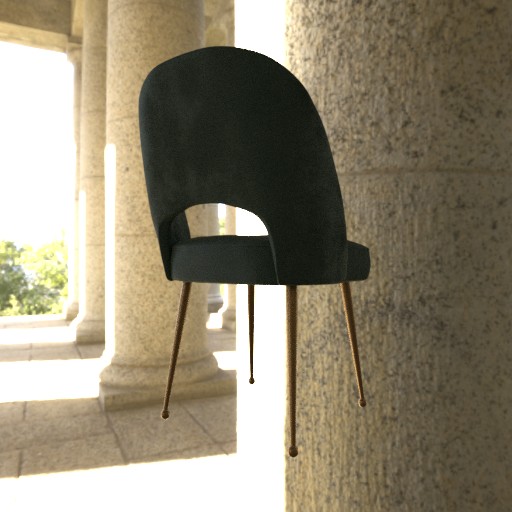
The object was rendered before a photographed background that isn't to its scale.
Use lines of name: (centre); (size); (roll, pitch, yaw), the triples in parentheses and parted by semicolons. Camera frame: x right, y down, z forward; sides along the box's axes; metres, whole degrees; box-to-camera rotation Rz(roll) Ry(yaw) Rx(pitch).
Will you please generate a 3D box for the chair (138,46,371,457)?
chair: (0.000, 0.000, 1.180); (0.527, 0.860, 0.577); (0, 0, 35)
